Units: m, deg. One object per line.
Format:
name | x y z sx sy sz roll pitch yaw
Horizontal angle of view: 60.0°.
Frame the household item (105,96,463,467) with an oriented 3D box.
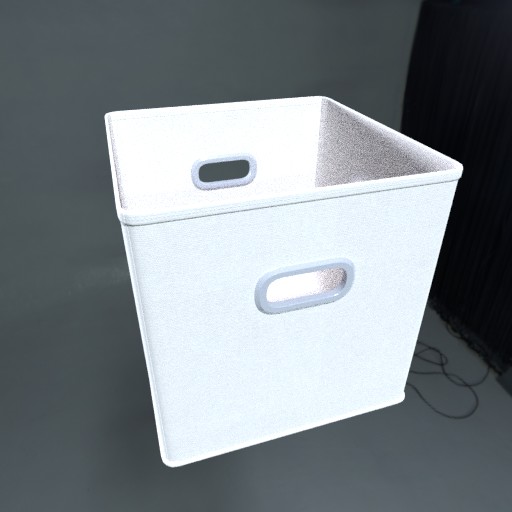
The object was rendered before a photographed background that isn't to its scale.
household item | 0.000 0.000 0.554 0.305 0.305 0.305 -10 33 -15
